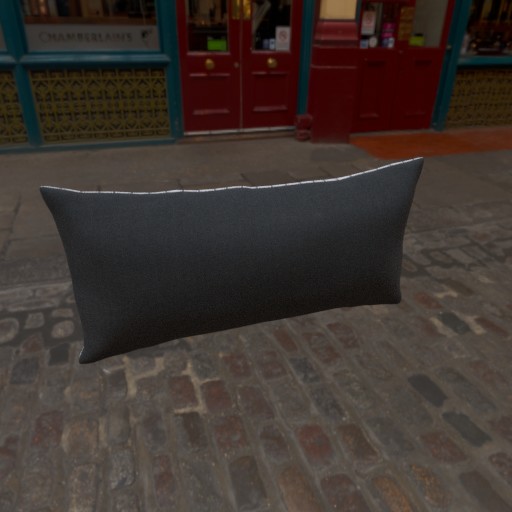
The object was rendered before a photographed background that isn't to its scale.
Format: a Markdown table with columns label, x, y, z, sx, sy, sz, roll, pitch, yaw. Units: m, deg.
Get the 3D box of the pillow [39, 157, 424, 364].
| label | x | y | z | sx | sy | sz | roll | pitch | yaw |
| --- | --- | --- | --- | --- | --- | --- | --- | --- | --- |
| pillow | 0.000 | 0.000 | 0.743 | 0.609 | 0.305 | 0.151 | -9 | 29 | -16 |
